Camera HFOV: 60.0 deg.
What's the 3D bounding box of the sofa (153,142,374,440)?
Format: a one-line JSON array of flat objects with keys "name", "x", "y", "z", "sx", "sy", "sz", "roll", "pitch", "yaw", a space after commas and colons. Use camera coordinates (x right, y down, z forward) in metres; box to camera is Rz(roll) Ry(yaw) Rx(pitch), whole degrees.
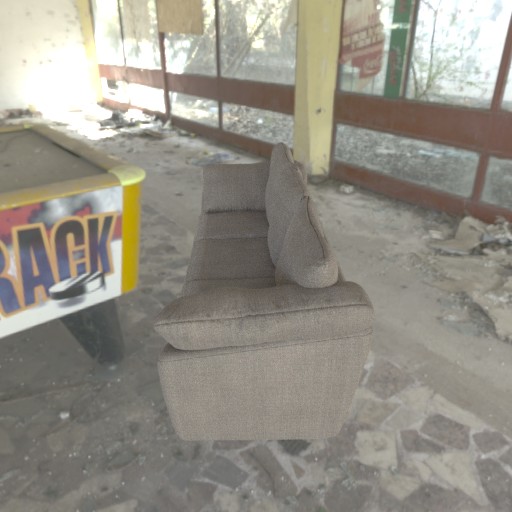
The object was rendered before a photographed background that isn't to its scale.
[{"name": "sofa", "x": 0.000, "y": 0.000, "z": 2.809, "sx": 0.878, "sy": 0.996, "sz": 2.334, "roll": -1, "pitch": 26, "yaw": -1}]
